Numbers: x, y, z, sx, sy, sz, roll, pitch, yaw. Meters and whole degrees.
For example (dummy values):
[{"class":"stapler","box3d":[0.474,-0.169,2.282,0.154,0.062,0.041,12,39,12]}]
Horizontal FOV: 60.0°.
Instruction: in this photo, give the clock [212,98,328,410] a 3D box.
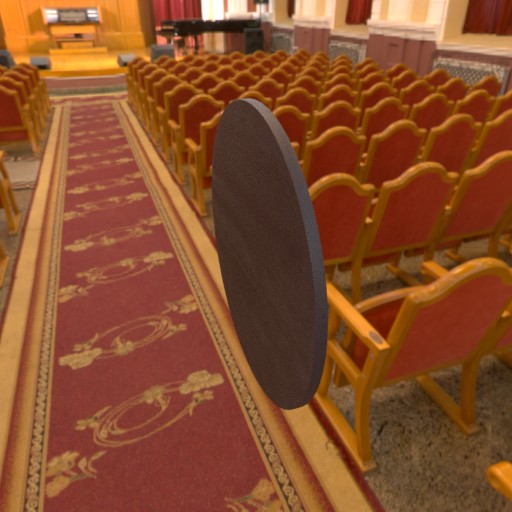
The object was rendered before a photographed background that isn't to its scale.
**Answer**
[{"class":"clock","box3d":[0.000,0.000,0.888,0.029,0.595,0.595,-10,31,-17]}]
